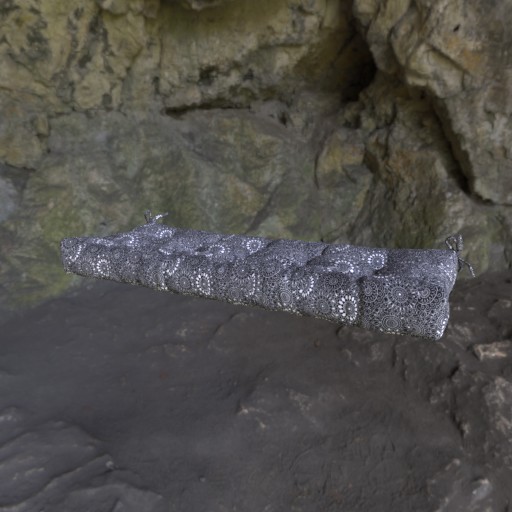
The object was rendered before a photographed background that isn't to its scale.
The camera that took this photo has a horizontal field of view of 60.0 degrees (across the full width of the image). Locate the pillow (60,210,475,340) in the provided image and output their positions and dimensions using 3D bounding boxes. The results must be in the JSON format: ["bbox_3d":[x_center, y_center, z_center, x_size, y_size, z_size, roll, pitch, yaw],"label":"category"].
[{"bbox_3d":[0.000,0.000,1.343,1.194,0.174,0.511,7,16,26],"label":"pillow"}]
